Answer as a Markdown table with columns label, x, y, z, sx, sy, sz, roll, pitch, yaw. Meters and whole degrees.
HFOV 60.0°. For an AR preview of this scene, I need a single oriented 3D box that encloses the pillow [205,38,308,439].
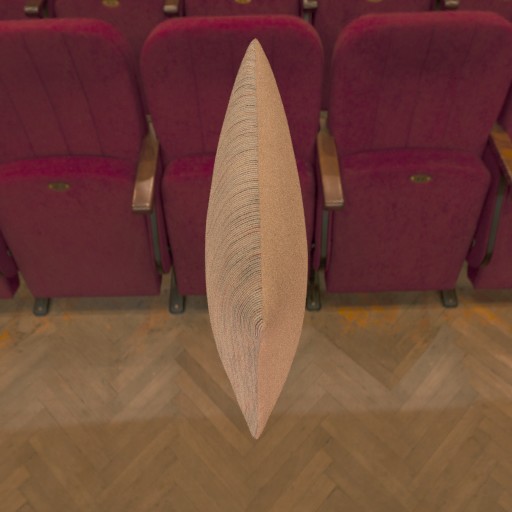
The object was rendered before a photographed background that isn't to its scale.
| label | x | y | z | sx | sy | sz | roll | pitch | yaw |
| --- | --- | --- | --- | --- | --- | --- | --- | --- | --- |
| pillow | 0.000 | 0.000 | 0.781 | 0.178 | 0.506 | 0.512 | -1 | 57 | -1 |
